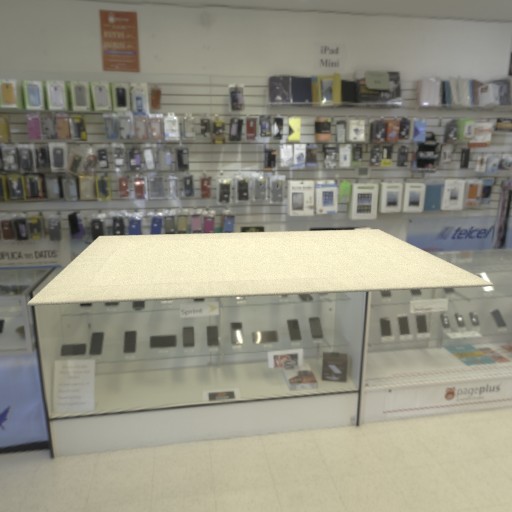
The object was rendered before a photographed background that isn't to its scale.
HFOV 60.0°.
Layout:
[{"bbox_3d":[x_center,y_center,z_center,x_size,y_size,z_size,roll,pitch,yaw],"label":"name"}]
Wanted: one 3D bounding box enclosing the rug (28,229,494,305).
[{"bbox_3d":[0.000,0.000,2.302,1.829,0.013,1.219,-2,14,-7],"label":"rug"}]
